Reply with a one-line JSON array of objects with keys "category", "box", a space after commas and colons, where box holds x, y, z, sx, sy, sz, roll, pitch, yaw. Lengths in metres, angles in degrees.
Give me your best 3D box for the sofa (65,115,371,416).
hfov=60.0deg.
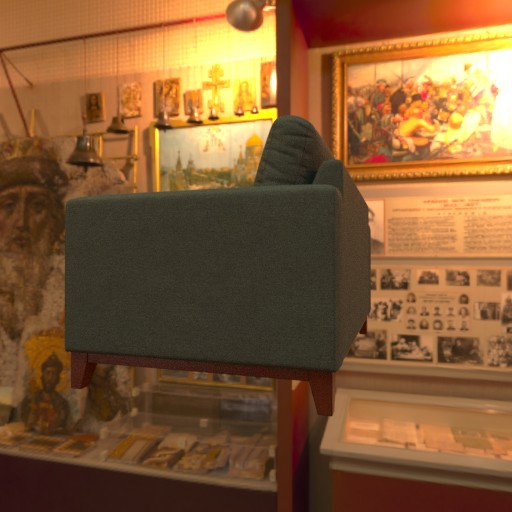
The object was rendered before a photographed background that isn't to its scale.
[{"category": "sofa", "box": [0.000, 0.000, 2.060, 0.955, 0.903, 1.489, 0, 0, 18]}]
